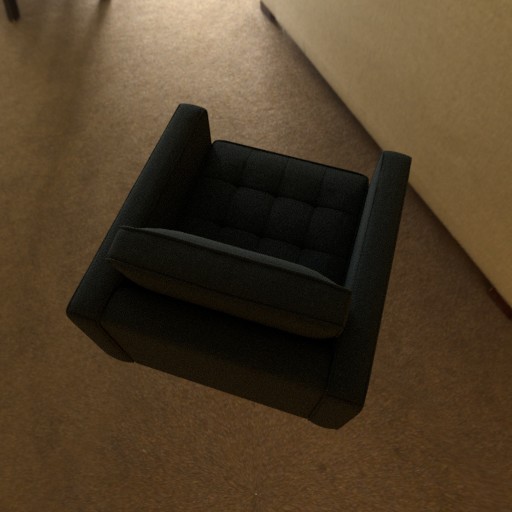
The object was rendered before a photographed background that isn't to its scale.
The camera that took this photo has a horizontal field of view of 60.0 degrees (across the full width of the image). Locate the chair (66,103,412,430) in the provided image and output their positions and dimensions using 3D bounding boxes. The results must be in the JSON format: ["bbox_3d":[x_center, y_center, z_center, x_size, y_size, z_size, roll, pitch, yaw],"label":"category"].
[{"bbox_3d":[0.000,0.000,1.593,0.899,0.770,0.920,16,63,8],"label":"chair"}]
